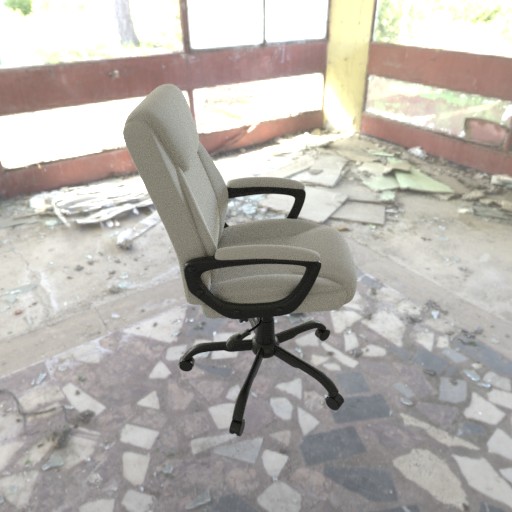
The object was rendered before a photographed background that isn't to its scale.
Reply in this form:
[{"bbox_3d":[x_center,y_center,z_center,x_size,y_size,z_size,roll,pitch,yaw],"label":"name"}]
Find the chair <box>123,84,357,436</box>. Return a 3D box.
[{"bbox_3d":[0.000,0.000,1.512,0.669,1.065,0.663,0,31,0],"label":"chair"}]
